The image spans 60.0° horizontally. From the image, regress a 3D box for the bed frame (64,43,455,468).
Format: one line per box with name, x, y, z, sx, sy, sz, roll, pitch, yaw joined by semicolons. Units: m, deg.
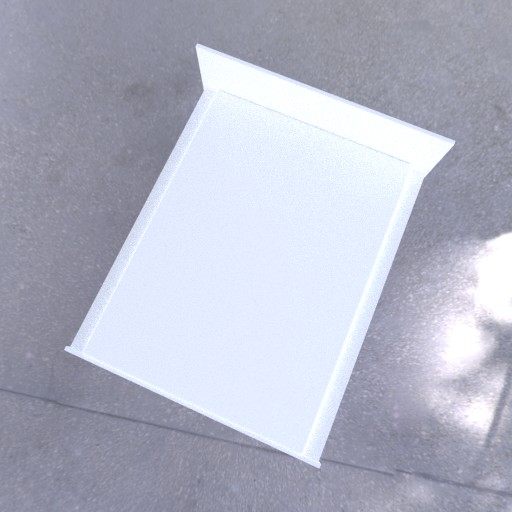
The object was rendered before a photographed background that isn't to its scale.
bed frame;0.000;0.000;2.772;1.622;0.800;1.960;23;77;5
